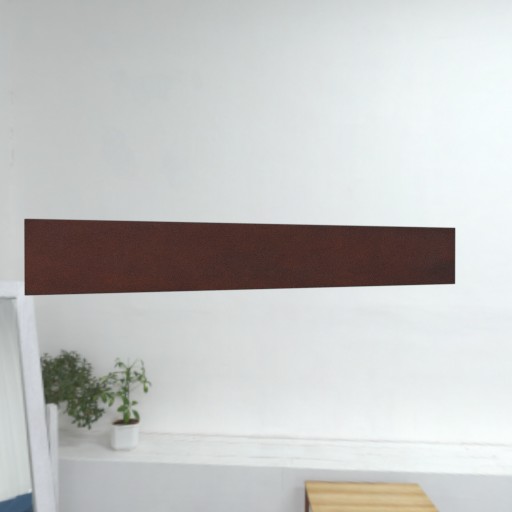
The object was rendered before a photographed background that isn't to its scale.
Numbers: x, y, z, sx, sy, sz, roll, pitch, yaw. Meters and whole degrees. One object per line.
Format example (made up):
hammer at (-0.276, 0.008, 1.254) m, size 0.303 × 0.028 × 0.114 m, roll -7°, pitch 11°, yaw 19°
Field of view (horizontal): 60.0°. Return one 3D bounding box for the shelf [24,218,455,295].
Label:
shelf at (0.000, 0.000, 0.673) m, size 0.607 × 0.088 × 0.152 m, roll 0°, pitch 0°, yaw -18°
